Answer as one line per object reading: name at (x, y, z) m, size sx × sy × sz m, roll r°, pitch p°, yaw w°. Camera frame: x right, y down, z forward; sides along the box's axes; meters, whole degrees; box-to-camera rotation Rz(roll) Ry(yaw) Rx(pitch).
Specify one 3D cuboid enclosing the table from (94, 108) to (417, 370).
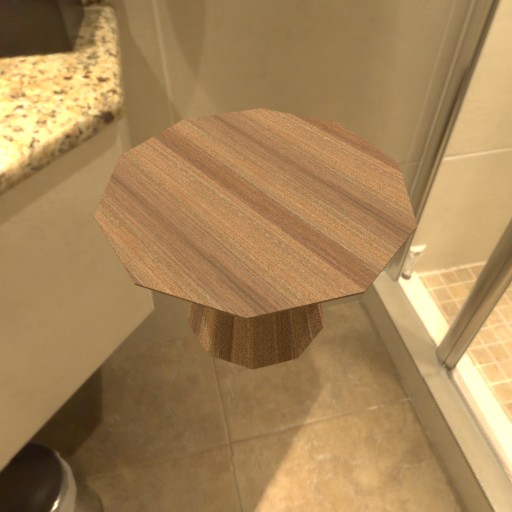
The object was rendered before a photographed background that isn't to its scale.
table at (0.000, 0.000, 1.943) m, size 1.186 × 0.752 × 1.186 m, roll 0°, pitch 47°, yaw 0°
